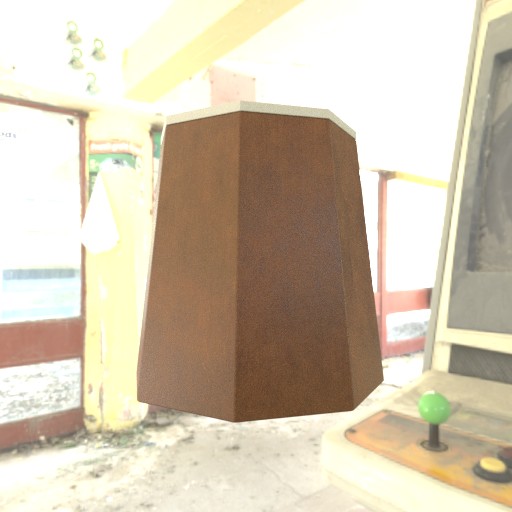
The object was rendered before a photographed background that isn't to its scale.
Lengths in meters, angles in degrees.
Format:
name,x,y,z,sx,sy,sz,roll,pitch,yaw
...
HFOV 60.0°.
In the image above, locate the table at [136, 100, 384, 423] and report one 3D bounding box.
name,x,y,z,sx,sy,sz,roll,pitch,yaw
table,0.000,0.000,0.835,0.439,0.457,0.439,0,0,-17
